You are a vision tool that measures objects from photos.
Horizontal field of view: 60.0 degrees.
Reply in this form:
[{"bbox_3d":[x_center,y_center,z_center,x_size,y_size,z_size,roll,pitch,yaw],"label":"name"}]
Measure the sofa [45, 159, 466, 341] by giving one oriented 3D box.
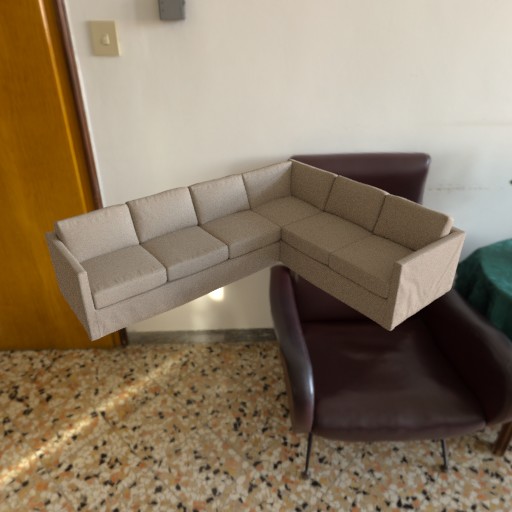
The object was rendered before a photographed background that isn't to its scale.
[{"bbox_3d":[0.000,0.000,4.292,3.182,0.871,2.432,-21,36,-32],"label":"sofa"}]
